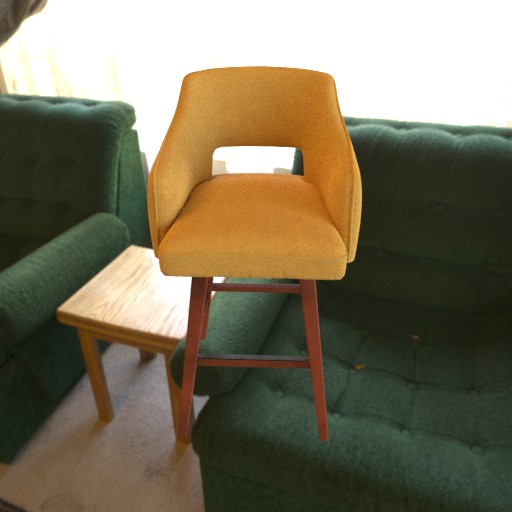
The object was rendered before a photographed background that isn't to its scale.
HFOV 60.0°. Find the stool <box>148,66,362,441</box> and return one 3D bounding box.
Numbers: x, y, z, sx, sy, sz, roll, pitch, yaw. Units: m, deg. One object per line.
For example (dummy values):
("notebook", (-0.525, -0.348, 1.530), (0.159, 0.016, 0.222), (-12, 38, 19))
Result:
("stool", (0.000, 0.000, 1.363), (0.548, 1.012, 0.558), (1, 31, 2))
